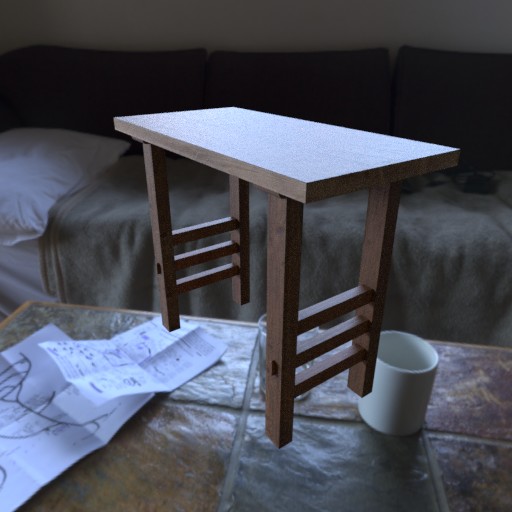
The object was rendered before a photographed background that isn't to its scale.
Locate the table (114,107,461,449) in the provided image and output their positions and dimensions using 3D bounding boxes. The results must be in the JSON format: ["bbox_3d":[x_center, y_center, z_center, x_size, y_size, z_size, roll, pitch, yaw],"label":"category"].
[{"bbox_3d":[0.000,0.000,1.654,0.556,0.914,1.119,-17,30,-32],"label":"table"}]
